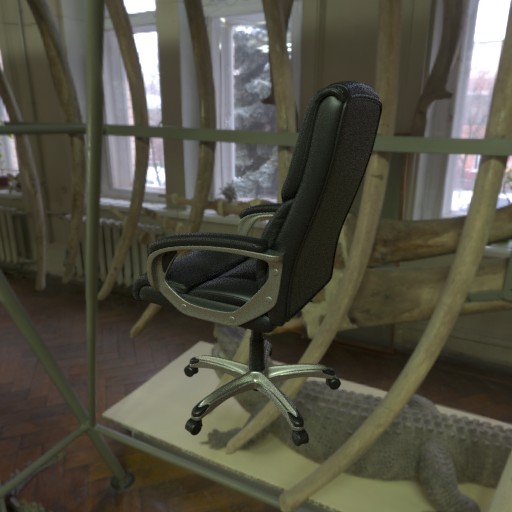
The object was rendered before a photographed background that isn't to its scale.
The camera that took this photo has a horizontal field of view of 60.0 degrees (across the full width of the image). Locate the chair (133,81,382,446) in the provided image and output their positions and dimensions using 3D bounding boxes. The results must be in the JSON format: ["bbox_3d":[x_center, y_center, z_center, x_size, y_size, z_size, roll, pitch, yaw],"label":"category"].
[{"bbox_3d":[0.000,0.000,1.606,0.739,1.155,0.663,8,19,26],"label":"chair"}]
